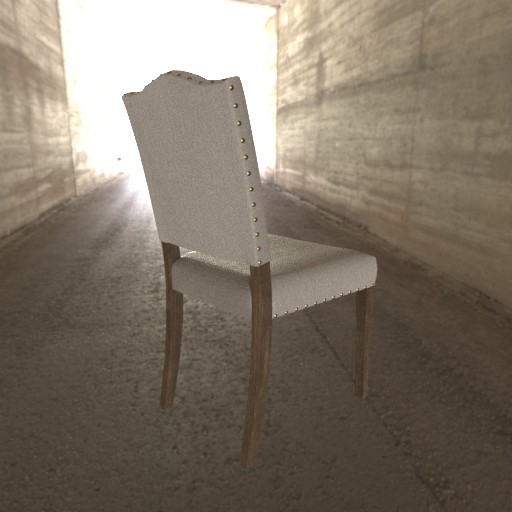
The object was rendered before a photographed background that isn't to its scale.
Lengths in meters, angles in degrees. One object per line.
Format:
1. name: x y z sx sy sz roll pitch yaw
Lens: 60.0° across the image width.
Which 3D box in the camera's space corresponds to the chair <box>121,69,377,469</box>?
1. chair: 0.000 0.000 1.374 0.508 1.020 0.620 14 20 43
